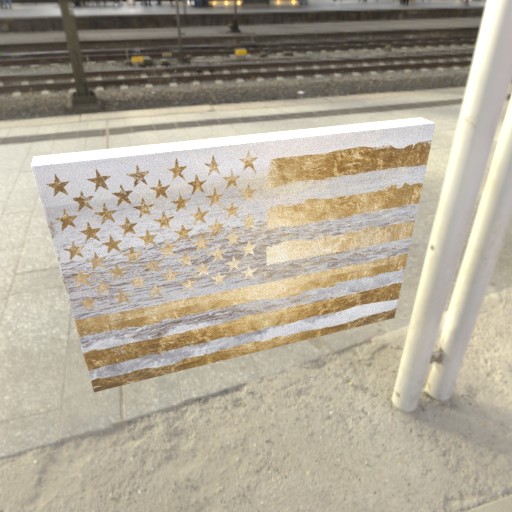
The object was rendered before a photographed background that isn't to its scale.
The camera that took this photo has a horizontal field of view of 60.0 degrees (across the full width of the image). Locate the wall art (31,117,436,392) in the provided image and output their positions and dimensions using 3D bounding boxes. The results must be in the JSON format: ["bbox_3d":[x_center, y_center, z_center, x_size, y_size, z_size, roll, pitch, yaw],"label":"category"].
[{"bbox_3d":[0.000,0.000,0.758,0.606,0.407,0.041,-10,33,-16],"label":"wall art"}]
